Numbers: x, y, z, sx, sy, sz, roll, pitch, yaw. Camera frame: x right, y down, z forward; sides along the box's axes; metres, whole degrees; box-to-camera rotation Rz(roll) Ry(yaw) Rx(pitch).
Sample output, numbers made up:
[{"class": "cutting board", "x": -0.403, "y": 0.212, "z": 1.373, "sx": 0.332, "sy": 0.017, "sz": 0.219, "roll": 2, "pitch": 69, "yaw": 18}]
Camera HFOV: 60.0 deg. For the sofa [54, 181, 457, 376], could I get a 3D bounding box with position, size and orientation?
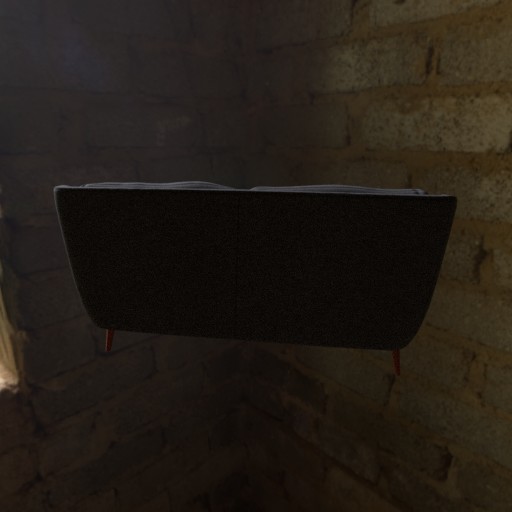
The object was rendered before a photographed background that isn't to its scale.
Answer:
[{"class": "sofa", "x": 0.000, "y": 0.000, "z": 2.487, "sx": 1.929, "sy": 0.896, "sz": 0.975, "roll": 3, "pitch": 17, "yaw": 9}]
